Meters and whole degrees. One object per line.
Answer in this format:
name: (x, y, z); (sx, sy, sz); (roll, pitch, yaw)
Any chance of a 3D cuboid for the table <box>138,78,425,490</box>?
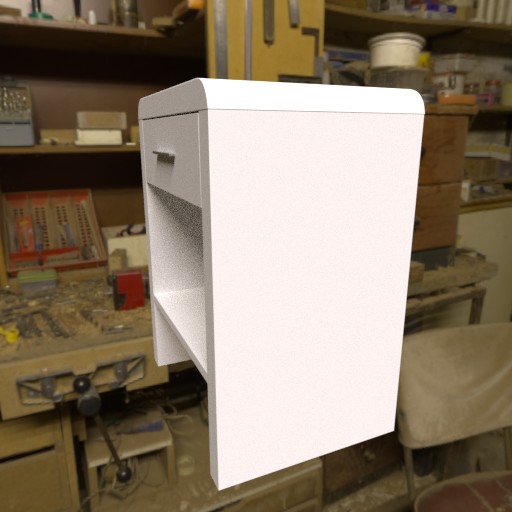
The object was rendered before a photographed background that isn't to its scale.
table: (0.000, 0.000, 0.858); (0.350, 0.590, 0.450); (-7, 17, -24)
